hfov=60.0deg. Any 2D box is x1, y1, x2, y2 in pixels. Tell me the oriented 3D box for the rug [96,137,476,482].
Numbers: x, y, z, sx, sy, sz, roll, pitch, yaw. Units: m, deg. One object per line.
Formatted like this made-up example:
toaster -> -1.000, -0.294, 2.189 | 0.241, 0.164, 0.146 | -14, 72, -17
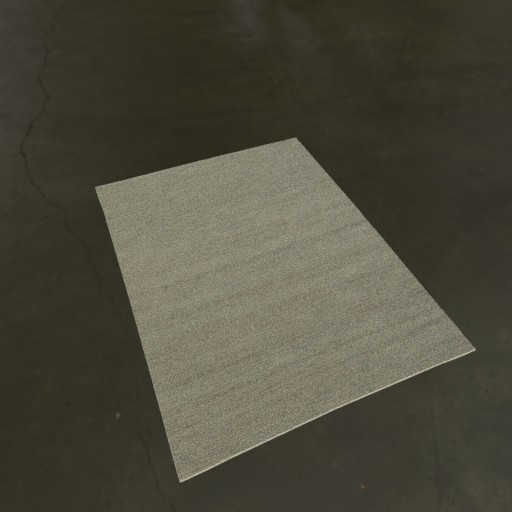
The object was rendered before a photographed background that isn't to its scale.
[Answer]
rug -> 0.000, 0.000, 4.696 | 2.757, 0.051, 3.626 | -18, 51, -15
